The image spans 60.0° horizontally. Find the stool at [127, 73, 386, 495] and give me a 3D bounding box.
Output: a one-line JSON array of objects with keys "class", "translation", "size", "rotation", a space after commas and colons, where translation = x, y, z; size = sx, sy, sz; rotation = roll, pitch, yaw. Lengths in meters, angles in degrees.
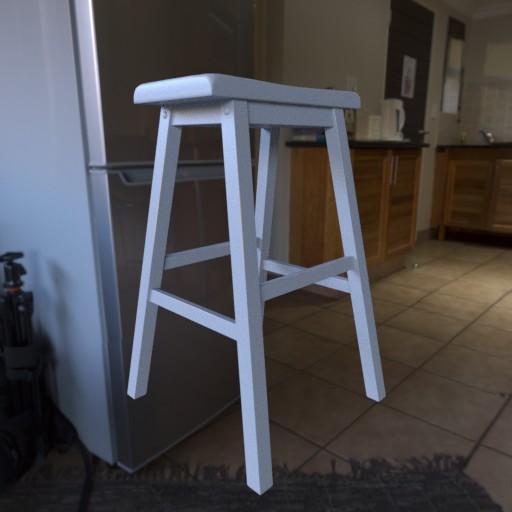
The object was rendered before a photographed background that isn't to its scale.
[{"class": "stool", "translation": [0.000, 0.000, 1.038], "size": [0.476, 0.737, 0.457], "rotation": [14, 20, 43]}]
